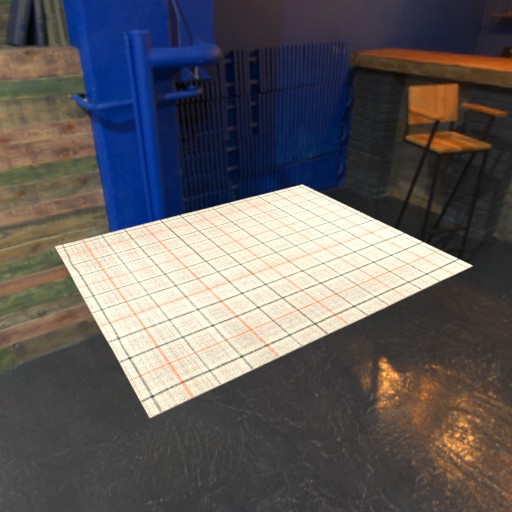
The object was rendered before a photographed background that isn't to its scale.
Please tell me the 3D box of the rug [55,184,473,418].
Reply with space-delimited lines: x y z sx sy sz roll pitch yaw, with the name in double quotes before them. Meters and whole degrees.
"rug" 0.000 0.000 4.128 3.048 0.012 2.444 -18 34 -29
